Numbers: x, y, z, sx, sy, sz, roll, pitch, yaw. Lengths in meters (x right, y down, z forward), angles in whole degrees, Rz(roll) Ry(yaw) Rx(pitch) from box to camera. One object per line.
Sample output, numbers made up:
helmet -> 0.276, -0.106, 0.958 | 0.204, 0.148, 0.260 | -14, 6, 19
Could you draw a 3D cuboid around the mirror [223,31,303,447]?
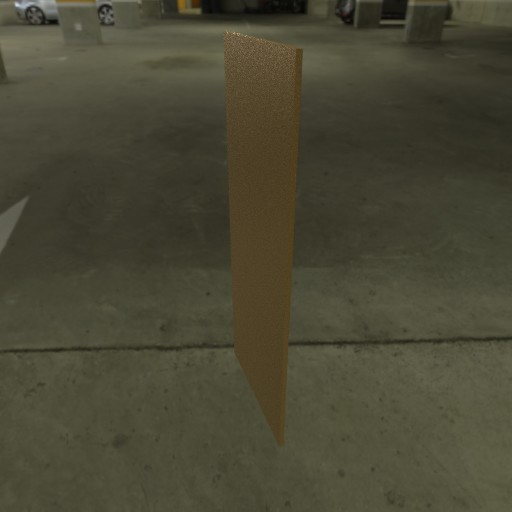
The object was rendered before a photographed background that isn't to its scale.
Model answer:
mirror -> 0.000, 0.000, 2.296 | 0.025, 2.031, 0.812 | -11, 32, -18
